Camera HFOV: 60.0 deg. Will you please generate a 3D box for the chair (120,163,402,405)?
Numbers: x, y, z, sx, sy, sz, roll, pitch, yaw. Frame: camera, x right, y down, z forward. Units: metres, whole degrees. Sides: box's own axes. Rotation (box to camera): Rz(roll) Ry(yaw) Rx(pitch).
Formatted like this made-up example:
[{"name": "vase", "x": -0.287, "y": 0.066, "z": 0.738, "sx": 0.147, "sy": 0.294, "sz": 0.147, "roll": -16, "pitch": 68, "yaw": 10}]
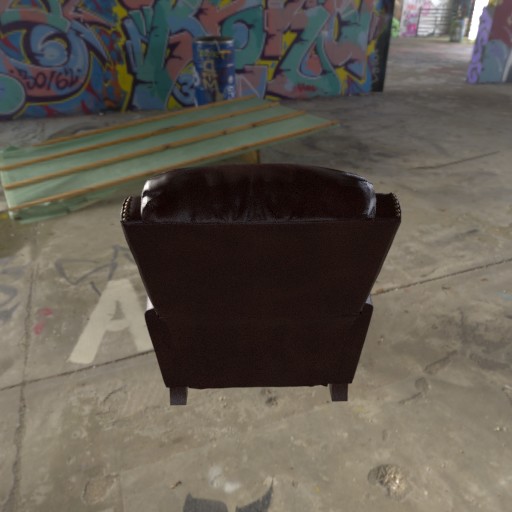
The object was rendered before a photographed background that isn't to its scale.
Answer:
[{"name": "chair", "x": 0.000, "y": 0.000, "z": 1.805, "sx": 0.826, "sy": 1.022, "sz": 1.089, "roll": -1, "pitch": 30, "yaw": -1}]
